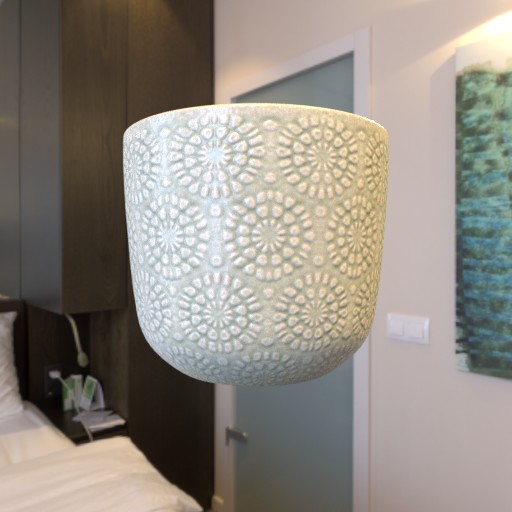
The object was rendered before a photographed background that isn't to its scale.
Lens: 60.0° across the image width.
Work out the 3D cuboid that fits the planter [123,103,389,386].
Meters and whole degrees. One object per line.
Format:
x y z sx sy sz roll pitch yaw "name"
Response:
0.000 0.000 0.216 0.124 0.109 0.124 0 1 0 "planter"
